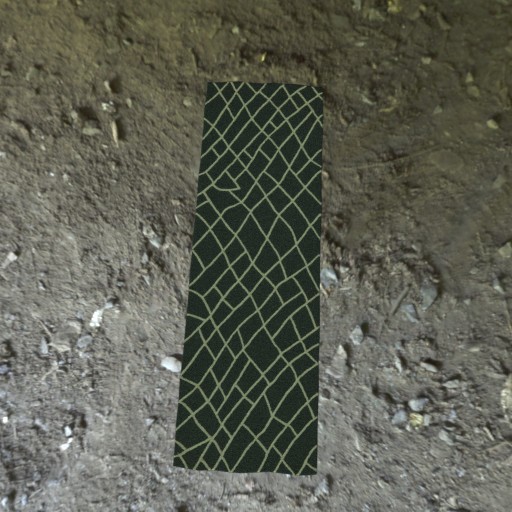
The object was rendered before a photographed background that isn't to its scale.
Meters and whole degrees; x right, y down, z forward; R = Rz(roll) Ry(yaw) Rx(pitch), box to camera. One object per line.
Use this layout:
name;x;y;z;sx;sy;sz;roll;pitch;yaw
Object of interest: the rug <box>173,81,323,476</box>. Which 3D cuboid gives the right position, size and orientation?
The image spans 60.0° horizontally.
rug;0.000;0.000;2.749;0.807;0.010;2.476;3;76;1
